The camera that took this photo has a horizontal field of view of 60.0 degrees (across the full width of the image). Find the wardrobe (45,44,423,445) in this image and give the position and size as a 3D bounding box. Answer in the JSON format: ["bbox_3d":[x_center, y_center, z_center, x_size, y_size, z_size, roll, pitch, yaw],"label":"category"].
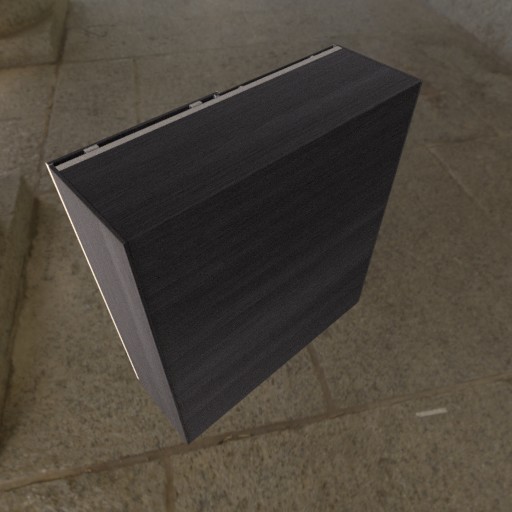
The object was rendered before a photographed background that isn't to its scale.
[{"bbox_3d":[0.000,0.000,2.799,1.780,1.960,0.629,-34,56,-26],"label":"wardrobe"}]
